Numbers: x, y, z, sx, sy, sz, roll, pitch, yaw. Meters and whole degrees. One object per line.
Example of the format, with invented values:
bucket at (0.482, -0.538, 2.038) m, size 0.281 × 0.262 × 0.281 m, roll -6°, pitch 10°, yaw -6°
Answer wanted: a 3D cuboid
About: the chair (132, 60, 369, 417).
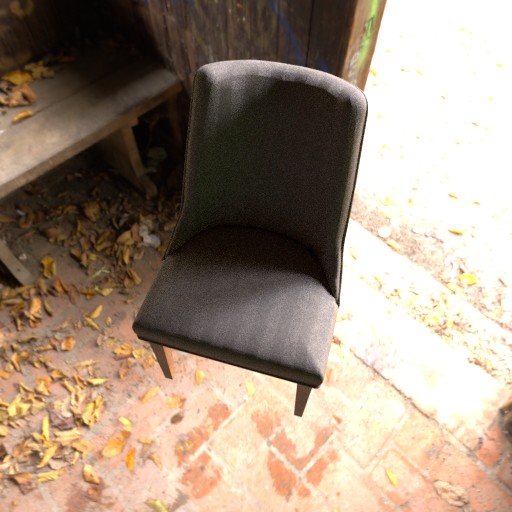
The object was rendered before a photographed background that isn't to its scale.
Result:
chair at (0.000, 0.000, 1.335) m, size 0.548 × 0.916 × 0.636 m, roll 14°, pitch 59°, yaw 8°
